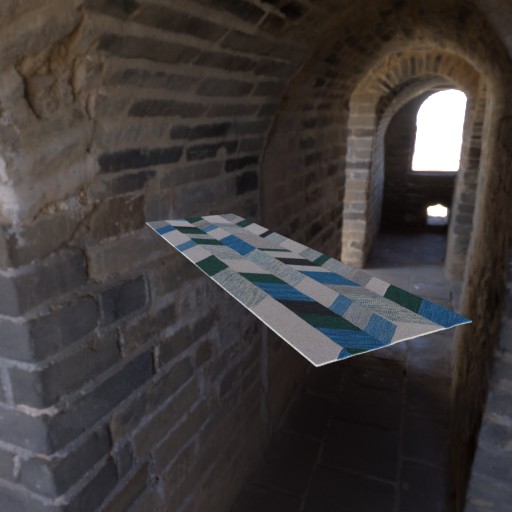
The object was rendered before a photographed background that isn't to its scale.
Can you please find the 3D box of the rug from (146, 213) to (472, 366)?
[{"bbox_3d":[0.000,0.000,2.695,0.774,0.008,2.437,-8,19,-25],"label":"rug"}]
